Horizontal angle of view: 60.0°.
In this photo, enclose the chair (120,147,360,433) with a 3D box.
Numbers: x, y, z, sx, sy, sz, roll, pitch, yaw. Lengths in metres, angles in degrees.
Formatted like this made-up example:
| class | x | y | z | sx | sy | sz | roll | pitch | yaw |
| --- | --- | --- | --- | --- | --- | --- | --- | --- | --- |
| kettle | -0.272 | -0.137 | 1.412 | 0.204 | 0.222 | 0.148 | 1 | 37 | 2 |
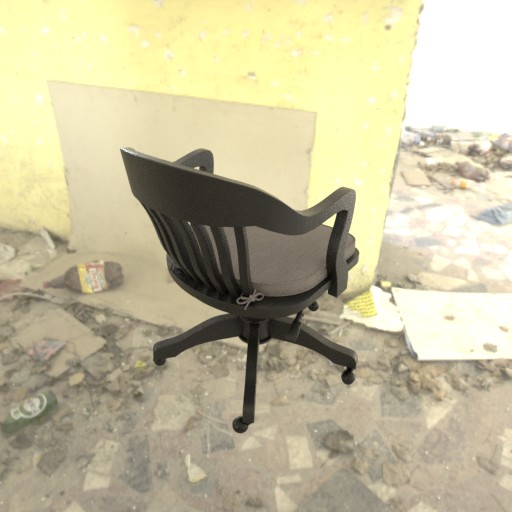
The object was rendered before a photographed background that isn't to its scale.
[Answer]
| class | x | y | z | sx | sy | sz | roll | pitch | yaw |
| --- | --- | --- | --- | --- | --- | --- | --- | --- | --- |
| chair | 0.000 | 0.000 | 1.500 | 0.750 | 0.878 | 0.788 | 23 | 37 | 33 |
